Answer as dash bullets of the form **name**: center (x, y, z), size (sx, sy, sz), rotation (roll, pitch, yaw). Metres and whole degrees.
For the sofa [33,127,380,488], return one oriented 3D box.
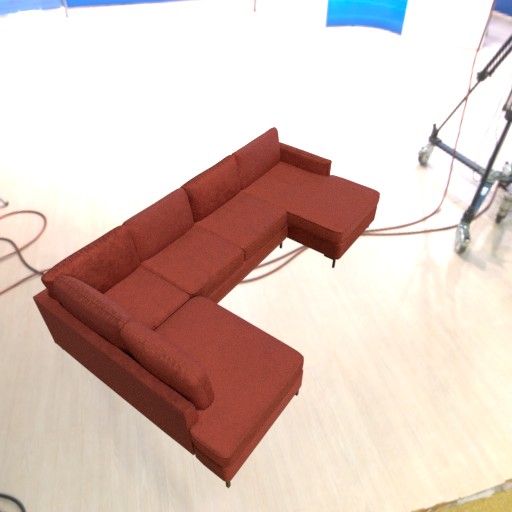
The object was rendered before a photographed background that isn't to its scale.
- **sofa**: center (0.000, 0.000, 4.318), size (2.055, 0.992, 3.434), rotation (26, 49, 26)
